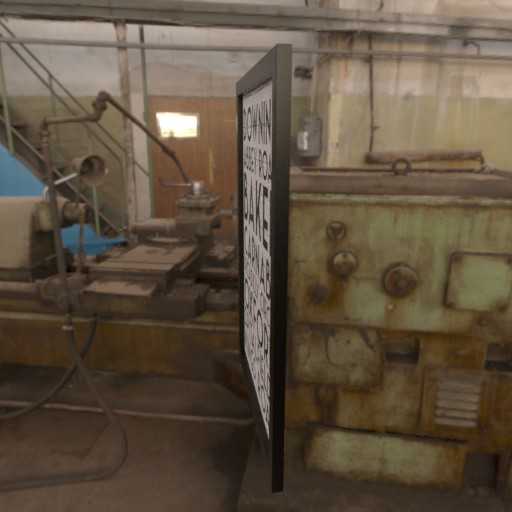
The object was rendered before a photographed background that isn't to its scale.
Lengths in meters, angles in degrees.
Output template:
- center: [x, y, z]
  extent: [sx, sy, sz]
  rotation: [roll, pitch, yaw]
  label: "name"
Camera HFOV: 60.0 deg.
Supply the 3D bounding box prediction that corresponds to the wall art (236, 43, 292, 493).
- center: [0.000, 0.000, 0.838]
  extent: [0.019, 0.656, 0.462]
  rotation: [-2, 16, -8]
  label: "wall art"
